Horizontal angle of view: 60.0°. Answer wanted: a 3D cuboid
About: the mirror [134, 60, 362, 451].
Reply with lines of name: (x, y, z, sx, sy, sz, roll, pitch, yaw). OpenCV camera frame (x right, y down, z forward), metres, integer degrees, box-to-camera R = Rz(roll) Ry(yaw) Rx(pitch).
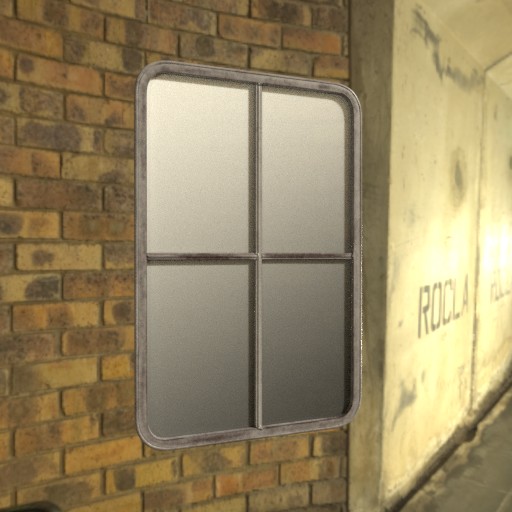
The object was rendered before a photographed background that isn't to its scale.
mirror: (0.000, 0.000, 0.868, 0.461, 0.713, 0.024, 0, 0, -18)
